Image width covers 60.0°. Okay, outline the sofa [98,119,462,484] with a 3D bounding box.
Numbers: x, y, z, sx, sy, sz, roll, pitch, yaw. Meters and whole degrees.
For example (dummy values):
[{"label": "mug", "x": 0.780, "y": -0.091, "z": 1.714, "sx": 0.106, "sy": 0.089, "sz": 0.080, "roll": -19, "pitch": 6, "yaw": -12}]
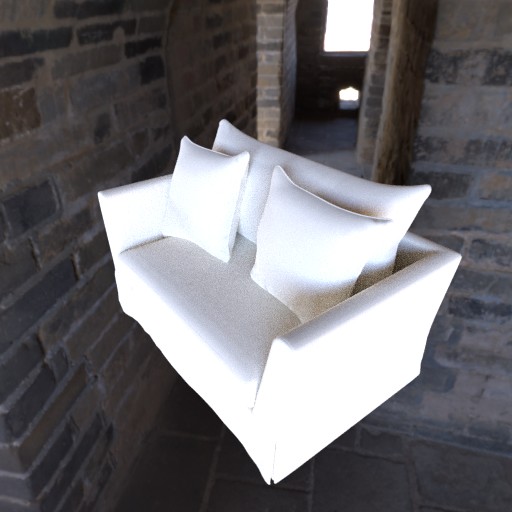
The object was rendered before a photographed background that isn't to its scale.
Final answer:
[{"label": "sofa", "x": 0.000, "y": 0.000, "z": 2.256, "sx": 1.026, "sy": 1.039, "sz": 1.608, "roll": -22, "pitch": 37, "yaw": -32}]
